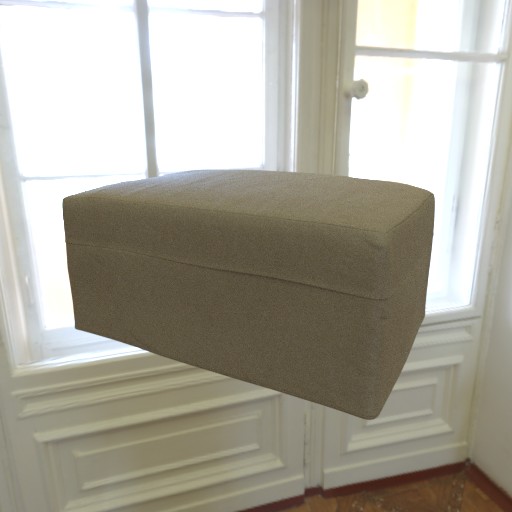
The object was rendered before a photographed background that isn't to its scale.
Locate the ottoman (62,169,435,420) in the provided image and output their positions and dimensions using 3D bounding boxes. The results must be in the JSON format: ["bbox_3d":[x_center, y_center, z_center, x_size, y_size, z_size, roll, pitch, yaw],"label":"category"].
[{"bbox_3d":[0.000,0.000,1.236,0.872,0.444,0.590,9,19,27],"label":"ottoman"}]
